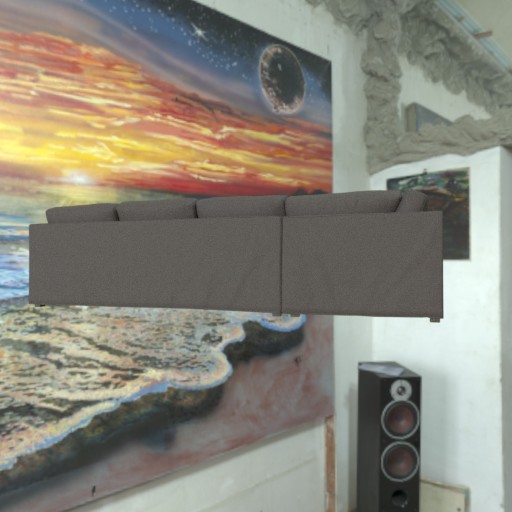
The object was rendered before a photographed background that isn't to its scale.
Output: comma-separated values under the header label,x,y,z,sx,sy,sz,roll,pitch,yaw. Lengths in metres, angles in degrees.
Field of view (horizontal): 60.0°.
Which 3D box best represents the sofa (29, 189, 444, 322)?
label,x,y,z,sx,sy,sz,roll,pitch,yaw
sofa,0.000,0.000,4.315,3.182,0.871,2.432,0,-1,18
